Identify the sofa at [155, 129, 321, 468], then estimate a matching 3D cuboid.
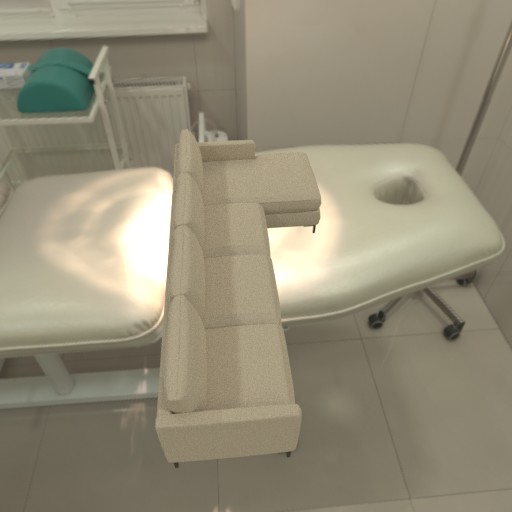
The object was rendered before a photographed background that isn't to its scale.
[{"bbox_3d":[0.000,0.000,3.291,1.258,0.755,2.731,-4,45,-4],"label":"sofa"}]
